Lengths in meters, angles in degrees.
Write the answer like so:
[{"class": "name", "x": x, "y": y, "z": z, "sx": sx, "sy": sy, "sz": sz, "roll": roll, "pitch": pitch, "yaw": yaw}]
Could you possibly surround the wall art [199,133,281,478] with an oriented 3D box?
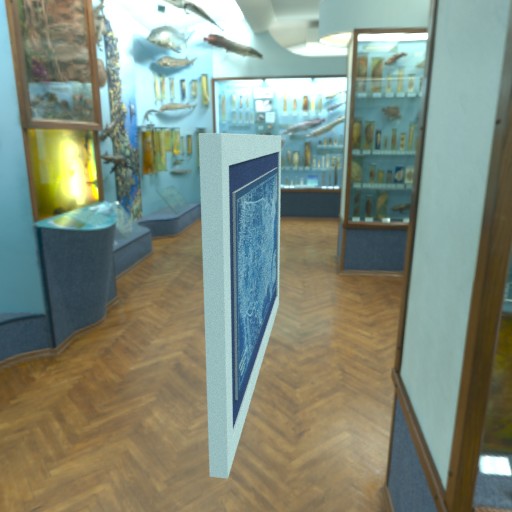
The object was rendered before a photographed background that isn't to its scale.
[{"class": "wall art", "x": 0.000, "y": 0.000, "z": 1.712, "sx": 0.051, "sy": 0.902, "sz": 1.308, "roll": 2, "pitch": 15, "yaw": 9}]
